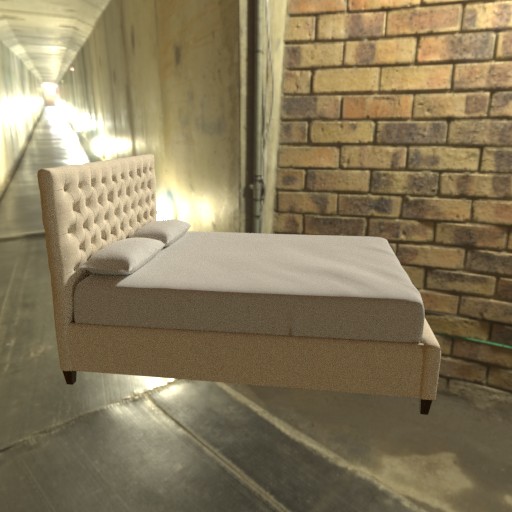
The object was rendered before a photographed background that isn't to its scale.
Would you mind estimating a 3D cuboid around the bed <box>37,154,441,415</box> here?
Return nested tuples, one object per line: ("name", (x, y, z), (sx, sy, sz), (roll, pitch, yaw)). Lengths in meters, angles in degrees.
("bed", (0.000, 0.000, 3.394), (2.387, 1.427, 1.698), (2, 16, 8))
